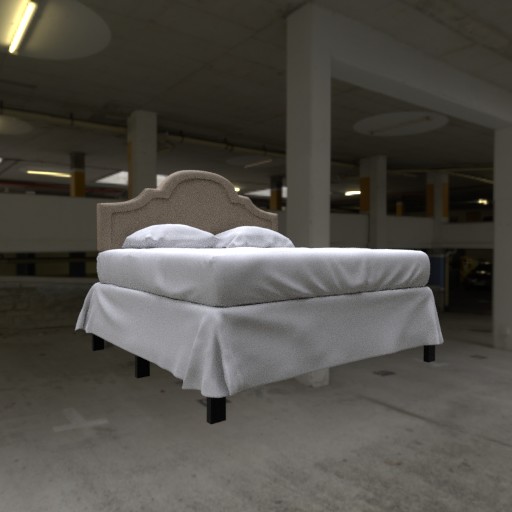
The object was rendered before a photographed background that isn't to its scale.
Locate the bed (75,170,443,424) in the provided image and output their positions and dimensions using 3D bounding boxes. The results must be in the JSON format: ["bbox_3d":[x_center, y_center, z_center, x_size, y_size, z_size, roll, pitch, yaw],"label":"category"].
[{"bbox_3d":[0.000,0.000,3.633,2.303,1.631,2.222,-1,2,-37],"label":"bed"}]
